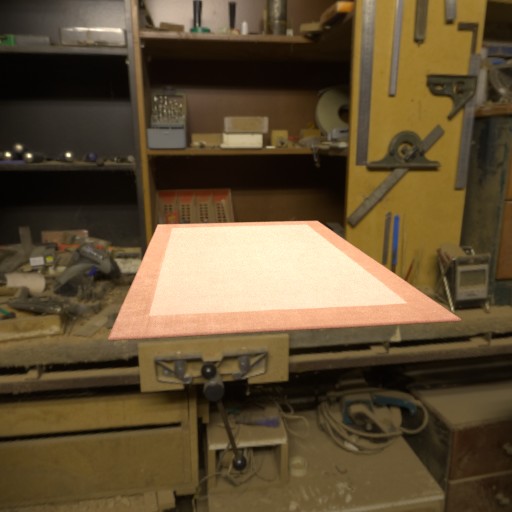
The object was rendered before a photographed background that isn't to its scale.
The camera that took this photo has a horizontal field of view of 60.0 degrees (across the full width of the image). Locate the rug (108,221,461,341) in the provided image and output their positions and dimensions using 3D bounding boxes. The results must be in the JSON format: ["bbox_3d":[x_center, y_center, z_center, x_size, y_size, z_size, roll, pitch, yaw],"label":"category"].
[{"bbox_3d":[0.000,0.000,3.043,1.524,0.014,2.438,-2,15,-7],"label":"rug"}]
